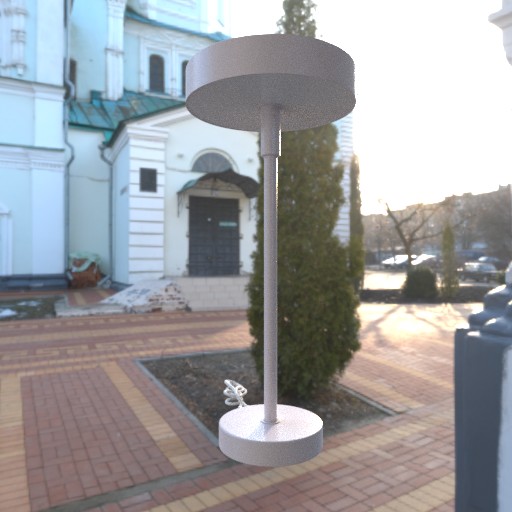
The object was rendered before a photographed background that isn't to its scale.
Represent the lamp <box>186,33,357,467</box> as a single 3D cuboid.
[{"bbox_3d":[0.000,0.000,0.670,0.229,0.508,0.369,0,0,-16],"label":"lamp"}]
